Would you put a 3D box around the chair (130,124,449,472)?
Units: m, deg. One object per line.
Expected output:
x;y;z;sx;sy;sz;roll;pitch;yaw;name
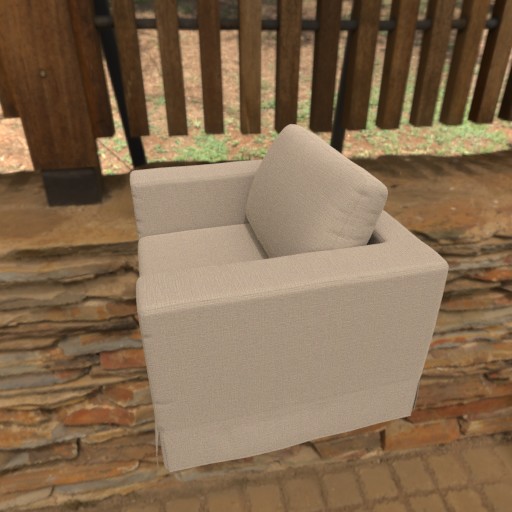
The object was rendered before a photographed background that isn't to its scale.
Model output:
0.000;0.000;1.802;0.957;0.878;1.150;-8;31;-13;chair
